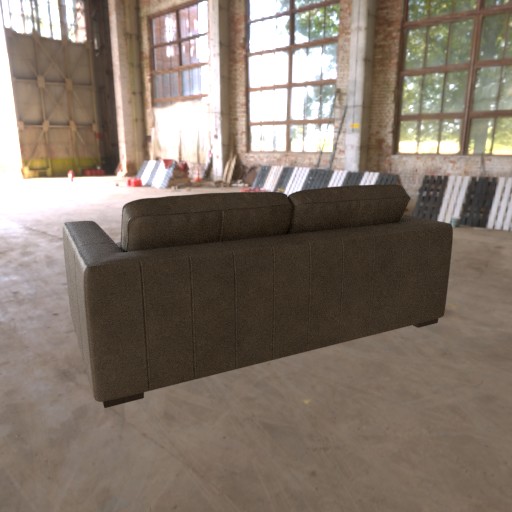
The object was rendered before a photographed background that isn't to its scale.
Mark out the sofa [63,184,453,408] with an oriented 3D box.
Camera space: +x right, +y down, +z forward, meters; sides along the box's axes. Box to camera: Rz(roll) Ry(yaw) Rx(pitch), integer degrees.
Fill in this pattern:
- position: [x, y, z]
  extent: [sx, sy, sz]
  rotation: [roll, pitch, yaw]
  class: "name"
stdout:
- position: [0.000, 0.000, 2.478]
  extent: [1.920, 0.800, 1.070]
  rotation: [-7, 16, -26]
  class: "sofa"
